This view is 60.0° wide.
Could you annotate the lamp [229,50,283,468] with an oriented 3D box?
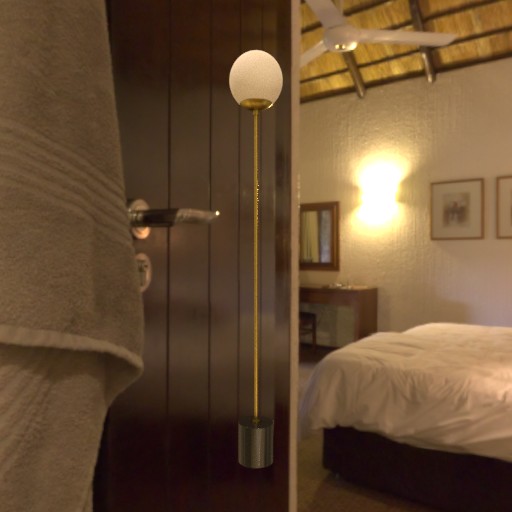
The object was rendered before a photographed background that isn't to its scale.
[{"bbox_3d":[0.000,0.000,1.903,0.229,1.748,0.229,0,0,-1],"label":"lamp"}]
